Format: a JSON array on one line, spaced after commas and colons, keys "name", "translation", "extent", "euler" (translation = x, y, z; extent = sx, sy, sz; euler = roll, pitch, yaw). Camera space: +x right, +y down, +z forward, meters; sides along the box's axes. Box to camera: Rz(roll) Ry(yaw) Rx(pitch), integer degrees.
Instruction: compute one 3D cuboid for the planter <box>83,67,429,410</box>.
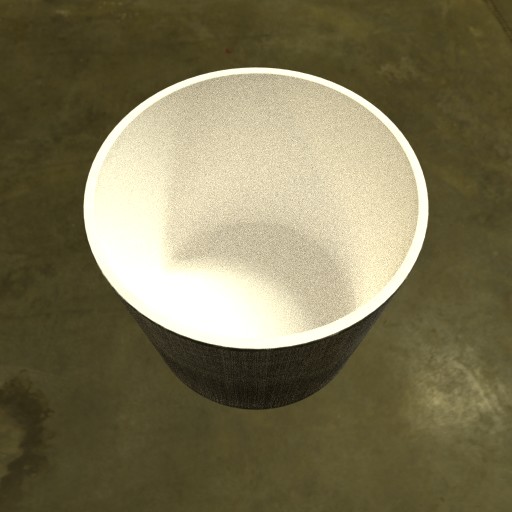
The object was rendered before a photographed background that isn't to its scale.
[{"name": "planter", "translation": [0.000, 0.000, 0.376], "extent": [0.221, 0.201, 0.221], "euler": [0, 62, 0]}]
